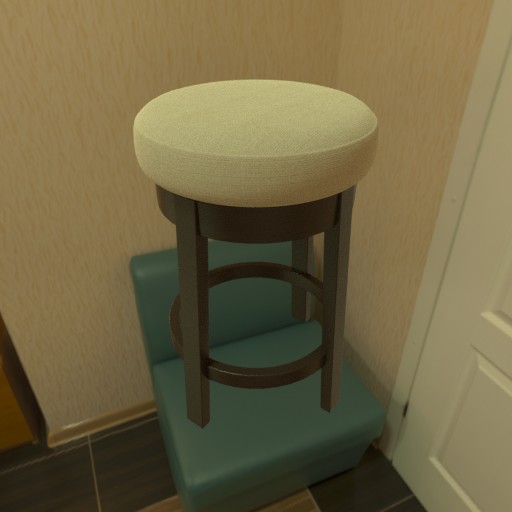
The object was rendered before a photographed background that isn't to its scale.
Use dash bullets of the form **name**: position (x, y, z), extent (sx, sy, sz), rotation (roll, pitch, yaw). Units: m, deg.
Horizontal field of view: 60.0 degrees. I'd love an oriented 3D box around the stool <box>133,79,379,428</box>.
- **stool**: position (0.000, 0.000, 0.946), extent (0.449, 0.655, 0.449), rotation (0, 33, 0)
